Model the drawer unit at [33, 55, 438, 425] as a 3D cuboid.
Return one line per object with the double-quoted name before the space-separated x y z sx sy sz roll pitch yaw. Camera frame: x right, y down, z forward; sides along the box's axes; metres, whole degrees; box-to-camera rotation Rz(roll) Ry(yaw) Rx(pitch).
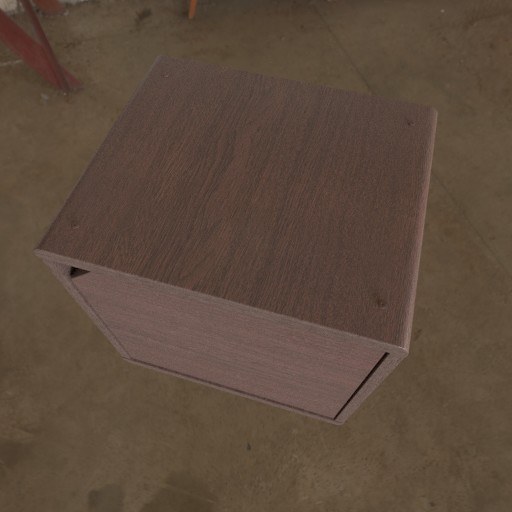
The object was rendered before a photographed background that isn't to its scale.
"drawer unit" 0.000 0.000 0.594 0.344 0.344 0.290 14 61 8
